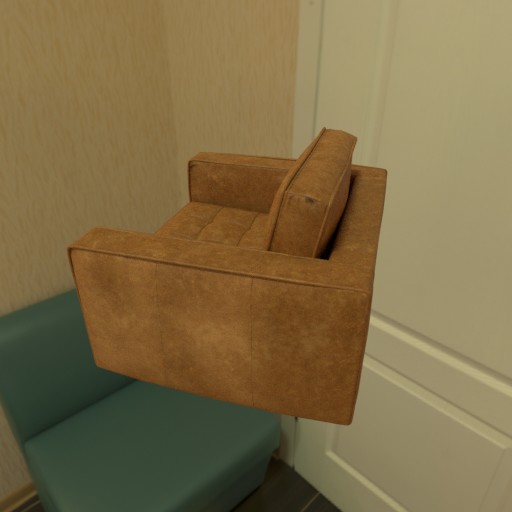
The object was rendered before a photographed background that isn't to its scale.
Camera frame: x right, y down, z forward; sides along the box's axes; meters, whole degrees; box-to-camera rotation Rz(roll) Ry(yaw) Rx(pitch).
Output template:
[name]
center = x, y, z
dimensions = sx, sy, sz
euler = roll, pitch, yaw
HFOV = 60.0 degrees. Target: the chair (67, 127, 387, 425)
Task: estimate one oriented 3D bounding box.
[chair]
center = 0.000, 0.000, 1.523
dimensions = 0.798, 0.767, 0.928
euler = 8, 31, 14
